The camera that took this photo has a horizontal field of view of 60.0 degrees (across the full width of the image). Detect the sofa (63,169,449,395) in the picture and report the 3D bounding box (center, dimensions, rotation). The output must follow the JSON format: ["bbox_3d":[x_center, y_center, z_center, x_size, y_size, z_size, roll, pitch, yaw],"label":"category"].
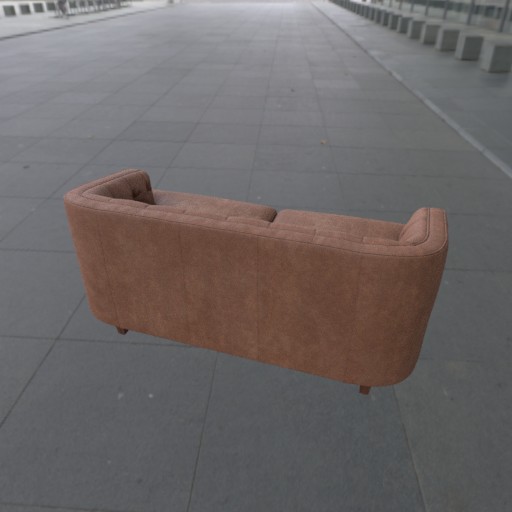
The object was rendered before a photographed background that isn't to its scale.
[{"bbox_3d":[0.000,0.000,2.265,1.755,0.786,0.914,10,33,16],"label":"sofa"}]
